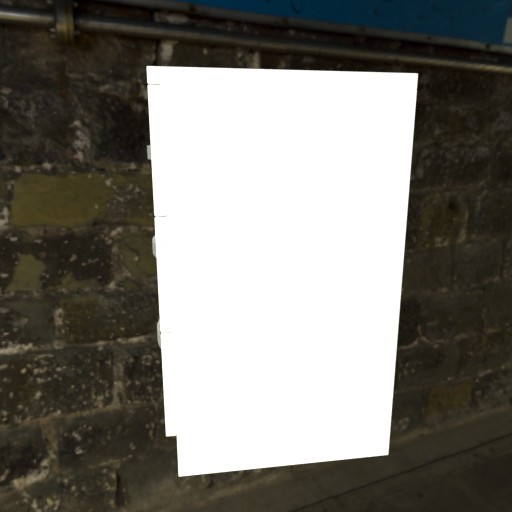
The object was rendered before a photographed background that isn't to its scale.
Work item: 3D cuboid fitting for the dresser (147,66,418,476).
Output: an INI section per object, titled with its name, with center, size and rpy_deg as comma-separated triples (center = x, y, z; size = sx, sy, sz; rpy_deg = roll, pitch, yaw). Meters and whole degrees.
[dresser]
center = 0.000, 0.000, 0.797
size = 0.360, 0.560, 0.400
rpy_deg = -2, 13, -8
